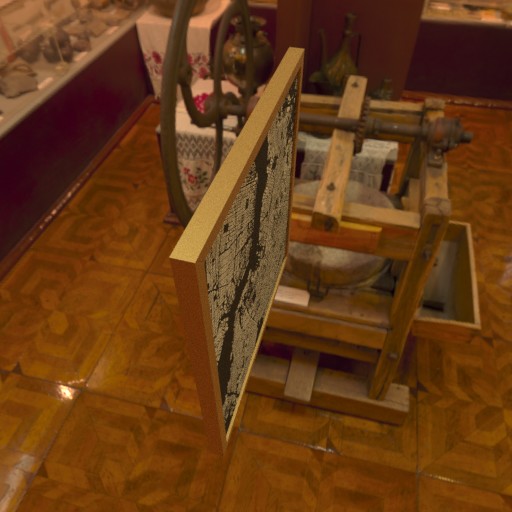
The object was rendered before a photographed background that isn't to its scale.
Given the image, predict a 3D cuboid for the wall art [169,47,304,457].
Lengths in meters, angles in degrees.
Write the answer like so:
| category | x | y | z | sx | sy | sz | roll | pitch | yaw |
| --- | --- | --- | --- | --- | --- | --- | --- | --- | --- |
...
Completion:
| category | x | y | z | sx | sy | sz | roll | pitch | yaw |
| --- | --- | --- | --- | --- | --- | --- | --- | --- | --- |
| wall art | 0.000 | 0.000 | 2.910 | 0.099 | 1.926 | 1.926 | 12 | 48 | 11 |
